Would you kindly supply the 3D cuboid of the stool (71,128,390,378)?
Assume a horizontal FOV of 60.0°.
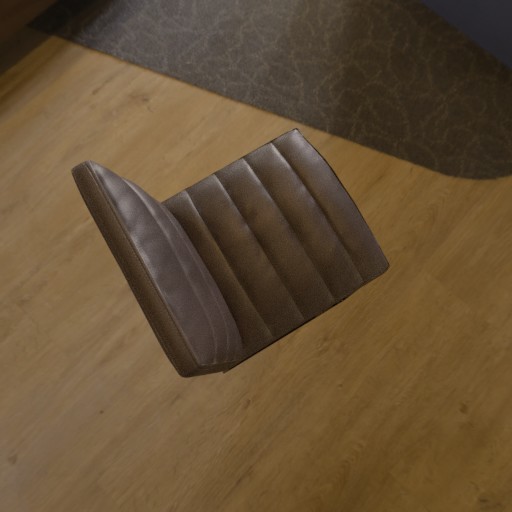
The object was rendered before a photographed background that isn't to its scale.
[{"bbox_3d":[0.000,0.000,1.248,0.562,0.946,0.463,-30,77,-7],"label":"stool"}]
